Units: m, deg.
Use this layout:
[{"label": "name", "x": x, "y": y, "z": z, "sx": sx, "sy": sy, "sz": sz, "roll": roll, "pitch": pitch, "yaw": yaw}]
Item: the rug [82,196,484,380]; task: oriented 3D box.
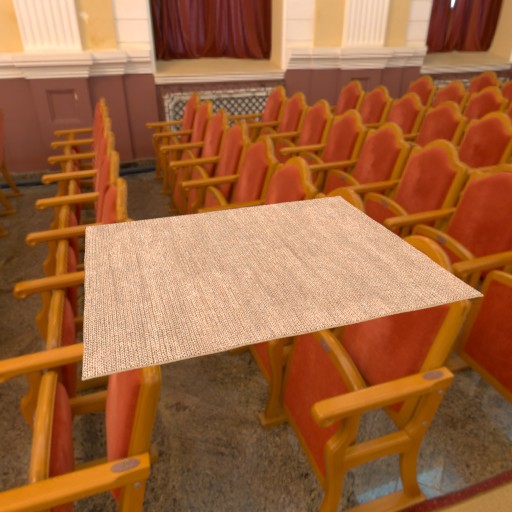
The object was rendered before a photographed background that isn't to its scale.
[{"label": "rug", "x": 0.000, "y": 0.000, "z": 4.151, "sx": 3.052, "sy": 0.030, "sz": 2.429, "roll": -9, "pitch": 29, "yaw": -16}]
